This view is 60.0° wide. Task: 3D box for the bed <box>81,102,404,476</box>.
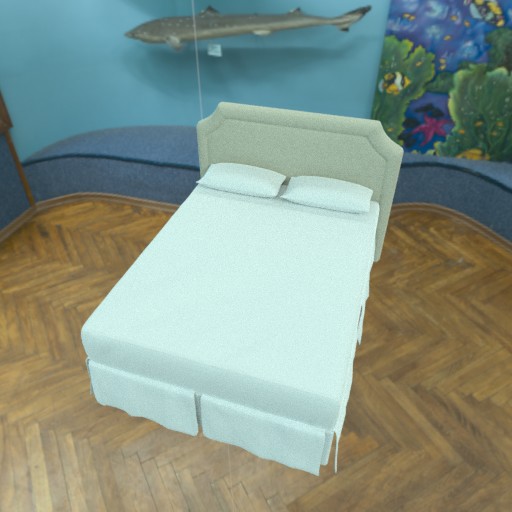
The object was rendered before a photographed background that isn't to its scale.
[{"bbox_3d":[0.000,0.000,3.071,1.693,1.290,2.116,12,41,14],"label":"bed"}]
